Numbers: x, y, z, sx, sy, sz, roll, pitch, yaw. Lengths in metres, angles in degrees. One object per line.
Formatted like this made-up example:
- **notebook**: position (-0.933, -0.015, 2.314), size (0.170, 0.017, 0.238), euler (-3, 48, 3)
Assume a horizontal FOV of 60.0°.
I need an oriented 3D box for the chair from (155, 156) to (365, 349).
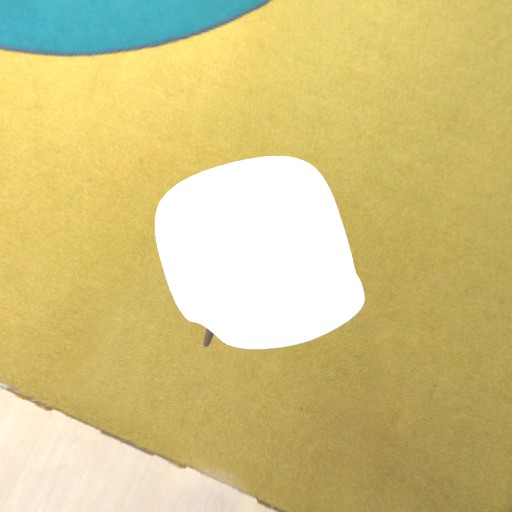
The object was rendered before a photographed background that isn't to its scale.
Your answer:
- **chair**: position (0.000, 0.000, 1.154), size (0.470, 0.826, 0.533), euler (-16, 75, -4)
